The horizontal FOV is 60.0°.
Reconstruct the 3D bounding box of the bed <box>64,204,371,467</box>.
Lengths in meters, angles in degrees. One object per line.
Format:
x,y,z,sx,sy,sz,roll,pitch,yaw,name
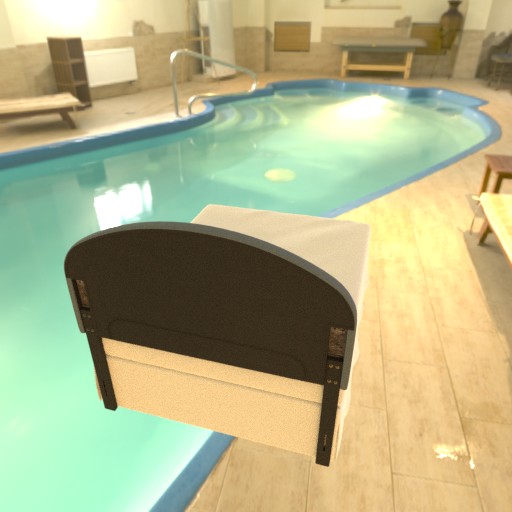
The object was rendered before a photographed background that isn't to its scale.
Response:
0.000,0.000,3.141,1.607,1.410,2.005,9,32,14,bed
